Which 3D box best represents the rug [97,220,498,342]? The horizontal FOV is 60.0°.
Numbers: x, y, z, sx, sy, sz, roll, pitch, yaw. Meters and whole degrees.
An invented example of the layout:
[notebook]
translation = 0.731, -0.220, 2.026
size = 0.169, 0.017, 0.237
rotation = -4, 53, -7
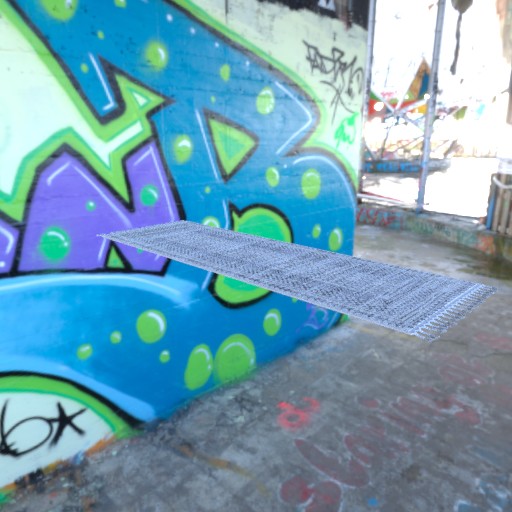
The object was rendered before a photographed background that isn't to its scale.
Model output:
[rug]
translation = 0.000, 0.000, 2.653
size = 2.480, 0.013, 0.786
rotation = 14, 21, 42
